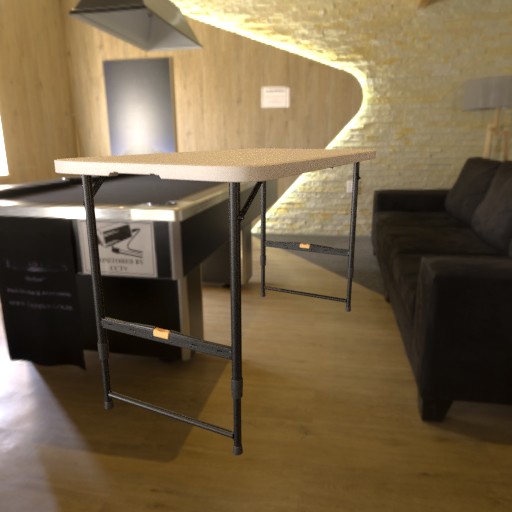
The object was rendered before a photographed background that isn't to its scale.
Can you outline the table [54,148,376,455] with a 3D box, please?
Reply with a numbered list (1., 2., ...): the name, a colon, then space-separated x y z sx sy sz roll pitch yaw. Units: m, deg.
1. table: 0.000 0.000 1.630 0.611 0.737 1.245 7 17 25
